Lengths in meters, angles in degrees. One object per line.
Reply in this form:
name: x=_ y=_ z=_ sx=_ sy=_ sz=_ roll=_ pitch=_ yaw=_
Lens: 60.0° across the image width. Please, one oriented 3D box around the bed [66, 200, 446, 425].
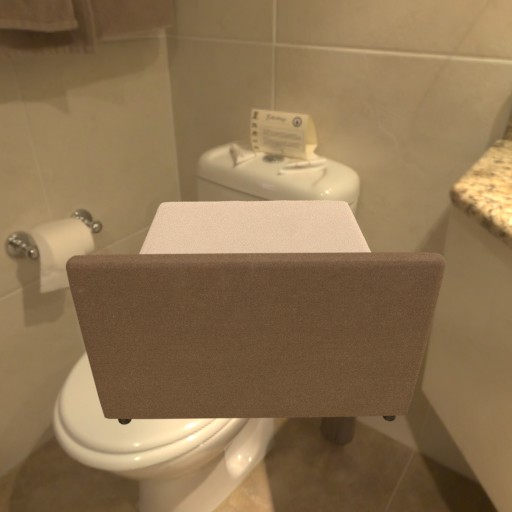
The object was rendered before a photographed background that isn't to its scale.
bed: x=0.000 y=0.000 z=3.654 sx=2.119 sy=1.317 sz=2.341 roll=0 pitch=31 yaw=-1
